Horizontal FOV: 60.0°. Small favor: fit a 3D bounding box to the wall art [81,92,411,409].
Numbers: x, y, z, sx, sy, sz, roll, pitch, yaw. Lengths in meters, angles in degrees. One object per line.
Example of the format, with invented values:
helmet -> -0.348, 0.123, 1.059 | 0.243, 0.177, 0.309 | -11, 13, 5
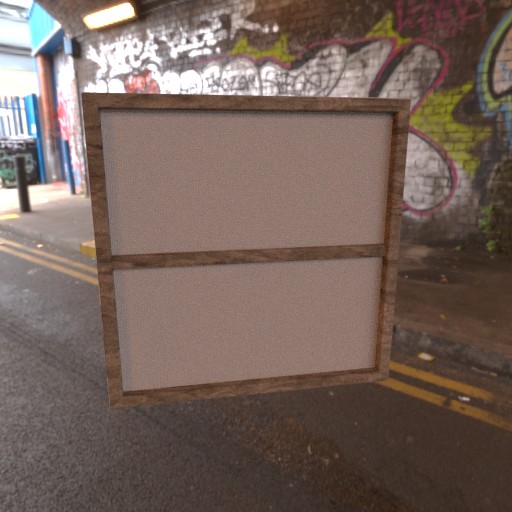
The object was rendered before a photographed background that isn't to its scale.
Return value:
wall art -> 0.000, 0.000, 1.095 | 0.747, 0.747, 0.035 | -3, 15, -10
